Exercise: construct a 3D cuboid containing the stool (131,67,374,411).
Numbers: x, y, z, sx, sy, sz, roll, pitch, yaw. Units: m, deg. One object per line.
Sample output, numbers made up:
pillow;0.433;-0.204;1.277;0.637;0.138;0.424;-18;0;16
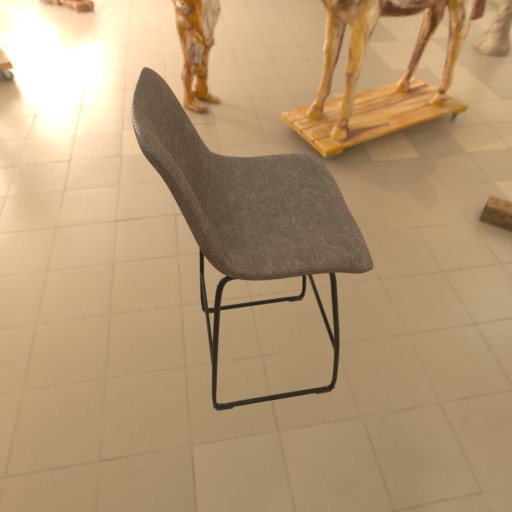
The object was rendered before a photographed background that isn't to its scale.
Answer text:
stool;0.000;0.000;1.391;0.561;1.082;0.514;-7;47;-7
